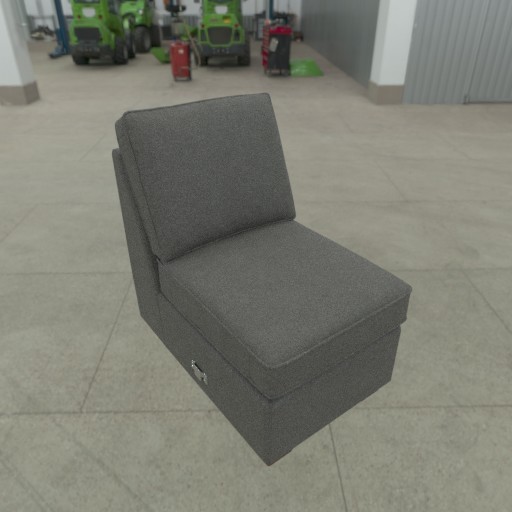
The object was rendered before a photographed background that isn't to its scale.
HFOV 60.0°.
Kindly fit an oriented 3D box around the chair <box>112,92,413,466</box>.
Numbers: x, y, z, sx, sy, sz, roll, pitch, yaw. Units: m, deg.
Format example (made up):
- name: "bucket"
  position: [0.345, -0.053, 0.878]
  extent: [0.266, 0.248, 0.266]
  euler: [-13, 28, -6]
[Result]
- name: "chair"
  position: [0.000, 0.000, 1.584]
  extent: [0.621, 0.970, 0.938]
  euler: [-21, 36, -31]
